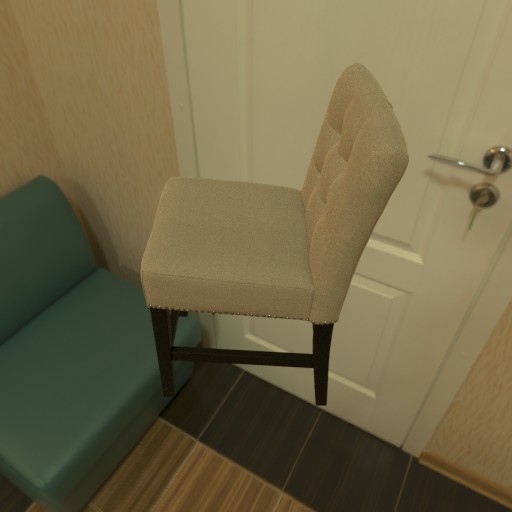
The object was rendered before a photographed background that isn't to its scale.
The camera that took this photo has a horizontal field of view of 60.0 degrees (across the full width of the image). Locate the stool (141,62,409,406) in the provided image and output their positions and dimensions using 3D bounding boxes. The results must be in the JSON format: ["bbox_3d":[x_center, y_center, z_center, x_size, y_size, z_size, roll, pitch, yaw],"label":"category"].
[{"bbox_3d":[0.000,0.000,1.203,0.571,0.885,0.427,0,43,1],"label":"stool"}]
